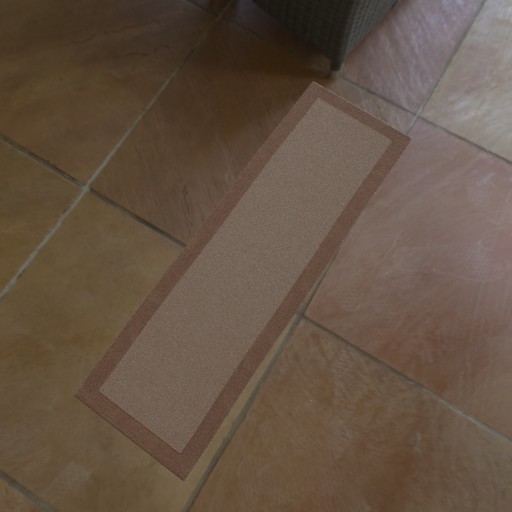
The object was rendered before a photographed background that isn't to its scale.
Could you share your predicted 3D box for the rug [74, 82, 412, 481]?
[{"bbox_3d":[0.000,0.000,2.631,0.767,0.012,2.430,33,77,9],"label":"rug"}]
